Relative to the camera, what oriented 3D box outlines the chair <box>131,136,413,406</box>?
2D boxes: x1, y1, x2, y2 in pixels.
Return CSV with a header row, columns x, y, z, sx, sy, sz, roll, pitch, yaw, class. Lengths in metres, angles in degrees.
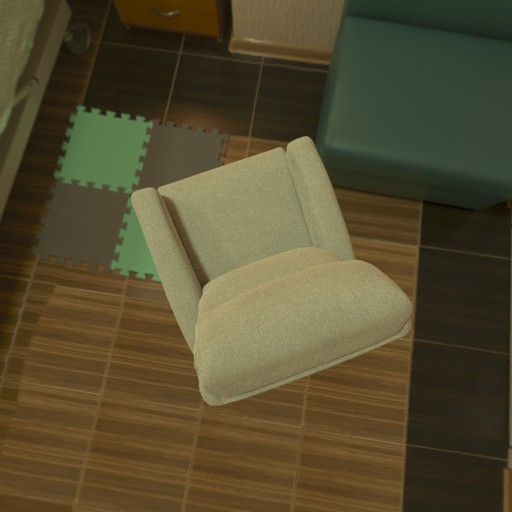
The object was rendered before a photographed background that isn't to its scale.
x,y,z,sx,sy,sz,roll,pitch,yaw,class
0.000,0.000,1.722,0.794,1.021,0.940,-20,76,-5,chair
